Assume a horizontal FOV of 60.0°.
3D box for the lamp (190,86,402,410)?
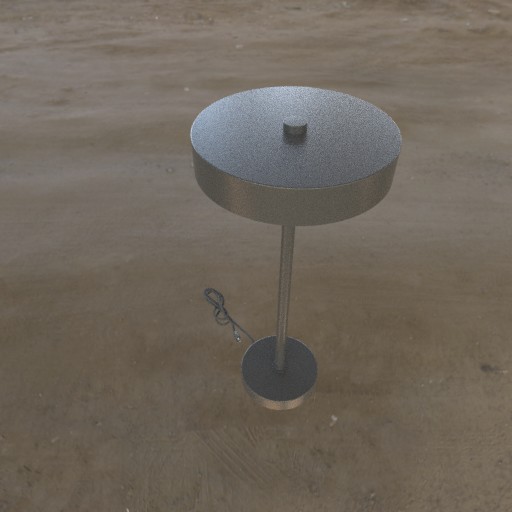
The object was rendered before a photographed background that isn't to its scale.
[{"bbox_3d":[0.000,0.000,0.695,0.229,0.508,0.369,-28,50,-26],"label":"lamp"}]
